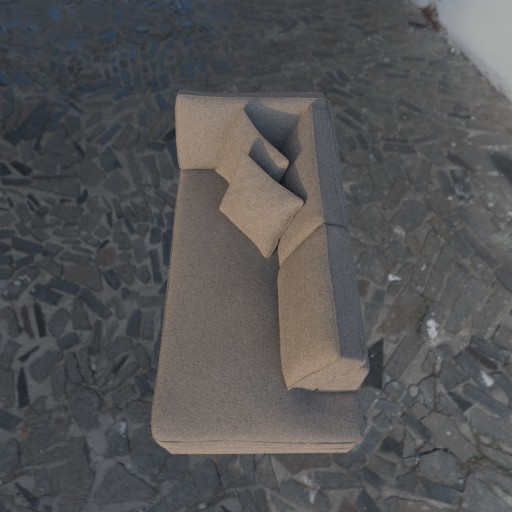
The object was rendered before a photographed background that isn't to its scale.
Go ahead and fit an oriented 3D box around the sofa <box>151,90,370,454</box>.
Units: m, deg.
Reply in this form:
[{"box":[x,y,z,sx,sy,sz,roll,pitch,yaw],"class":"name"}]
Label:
[{"box":[0.000,0.000,2.809,1.110,1.033,2.237,0,59,0],"class":"sofa"}]
